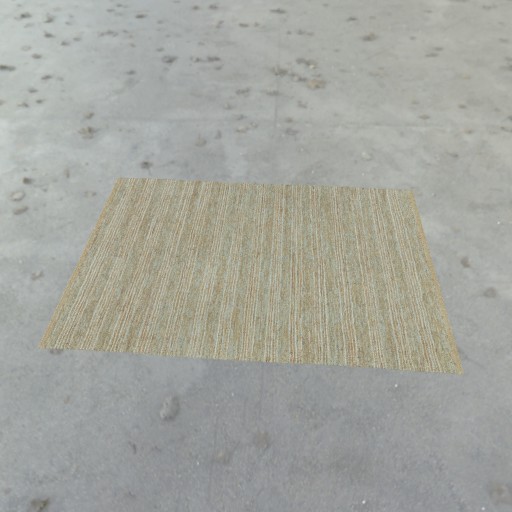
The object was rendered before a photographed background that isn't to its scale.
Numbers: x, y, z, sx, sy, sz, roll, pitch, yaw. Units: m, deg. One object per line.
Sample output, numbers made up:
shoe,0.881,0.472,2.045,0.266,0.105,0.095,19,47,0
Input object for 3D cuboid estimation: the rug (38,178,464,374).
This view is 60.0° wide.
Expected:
rug,0.000,0.000,2.319,1.824,0.010,1.240,3,47,3
